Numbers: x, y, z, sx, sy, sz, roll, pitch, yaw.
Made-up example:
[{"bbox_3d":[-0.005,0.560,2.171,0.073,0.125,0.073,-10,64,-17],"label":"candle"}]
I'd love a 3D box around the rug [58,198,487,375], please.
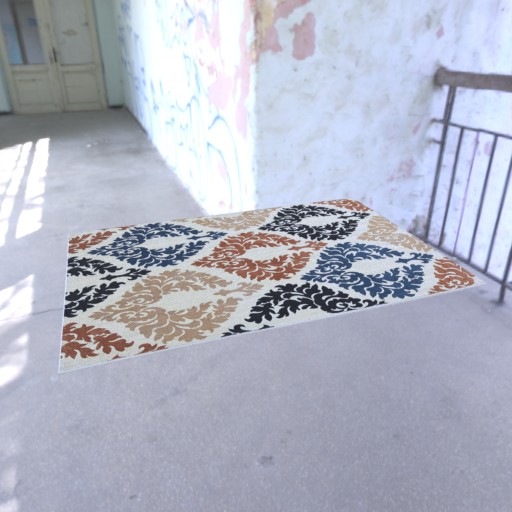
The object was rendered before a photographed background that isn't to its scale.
[{"bbox_3d":[0.000,0.000,2.820,2.275,0.014,1.514,-9,29,-17],"label":"rug"}]
